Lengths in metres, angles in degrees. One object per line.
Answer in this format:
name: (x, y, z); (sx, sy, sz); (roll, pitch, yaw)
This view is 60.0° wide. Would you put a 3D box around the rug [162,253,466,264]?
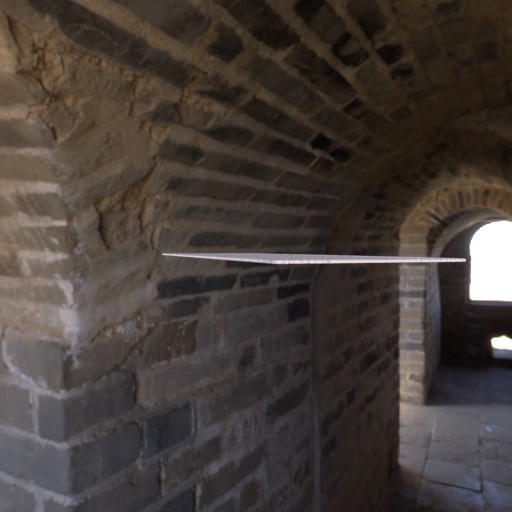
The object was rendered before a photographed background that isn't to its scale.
rug: (0.000, 0.000, 2.666); (0.775, 0.012, 2.452); (0, 1, -20)
